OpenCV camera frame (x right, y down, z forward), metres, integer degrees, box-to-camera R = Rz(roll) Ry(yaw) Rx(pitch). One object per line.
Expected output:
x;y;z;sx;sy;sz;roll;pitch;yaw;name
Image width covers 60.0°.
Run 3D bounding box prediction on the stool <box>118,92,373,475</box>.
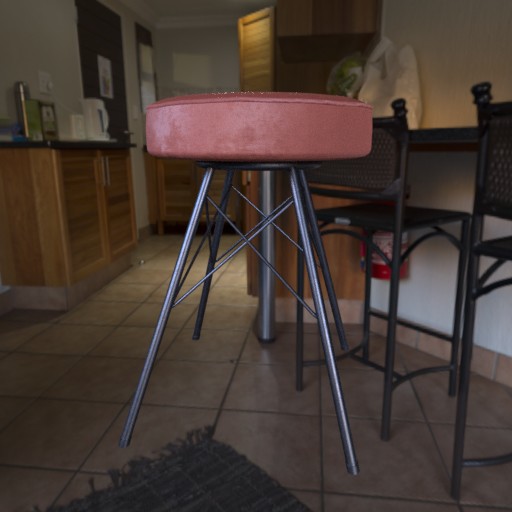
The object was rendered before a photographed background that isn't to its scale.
0.000;0.000;0.886;0.421;0.593;0.457;2;15;9;stool
